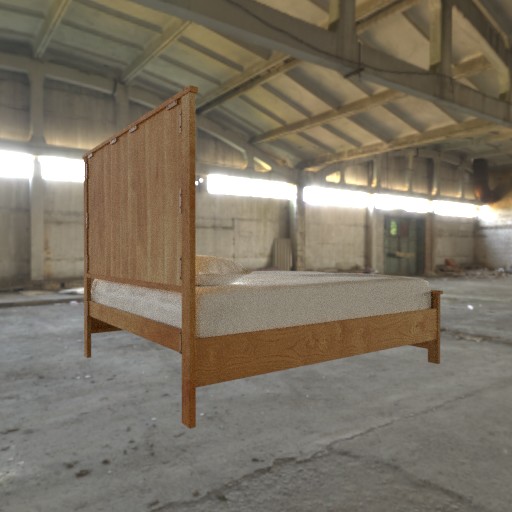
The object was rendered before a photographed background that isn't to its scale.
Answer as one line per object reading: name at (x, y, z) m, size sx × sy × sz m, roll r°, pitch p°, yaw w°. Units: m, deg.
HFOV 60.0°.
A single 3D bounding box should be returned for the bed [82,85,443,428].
bed at (0.000, 0.000, 3.595) m, size 2.201 × 1.686 × 1.936 m, roll 0°, pitch 1°, yaw -36°
